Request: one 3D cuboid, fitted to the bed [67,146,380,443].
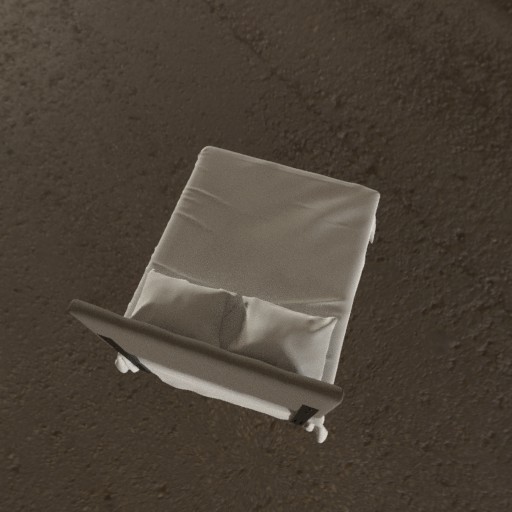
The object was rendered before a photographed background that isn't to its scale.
[{"bbox_3d":[0.000,0.000,3.546,1.936,1.577,2.222,17,66,8],"label":"bed"}]
